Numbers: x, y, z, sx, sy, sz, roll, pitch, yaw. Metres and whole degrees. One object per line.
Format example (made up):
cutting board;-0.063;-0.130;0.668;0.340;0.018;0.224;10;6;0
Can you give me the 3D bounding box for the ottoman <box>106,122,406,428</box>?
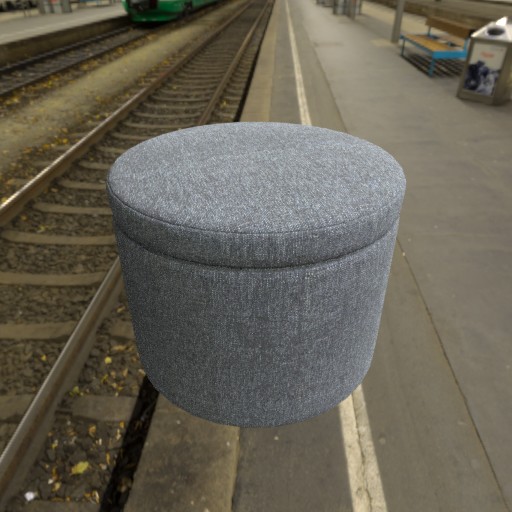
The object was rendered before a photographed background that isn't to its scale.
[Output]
ottoman;0.000;0.000;0.862;0.500;0.419;0.500;0;32;0
